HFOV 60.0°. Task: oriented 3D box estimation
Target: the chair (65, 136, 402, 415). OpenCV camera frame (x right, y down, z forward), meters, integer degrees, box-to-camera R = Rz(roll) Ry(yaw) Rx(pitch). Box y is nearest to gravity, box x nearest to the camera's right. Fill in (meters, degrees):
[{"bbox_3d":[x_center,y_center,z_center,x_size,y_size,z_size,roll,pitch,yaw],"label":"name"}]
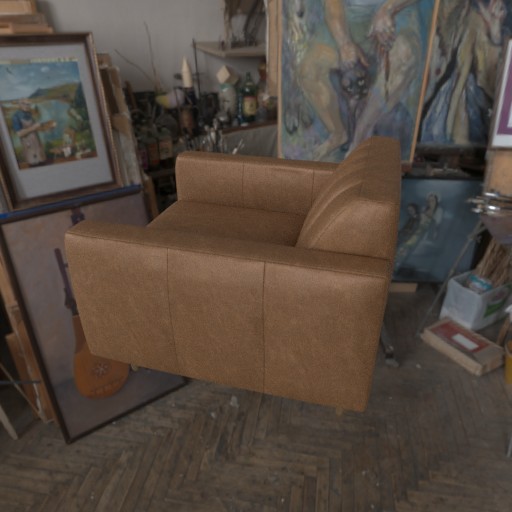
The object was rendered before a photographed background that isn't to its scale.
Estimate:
[{"bbox_3d":[0.000,0.000,1.708,0.998,0.819,0.953,8,31,14],"label":"chair"}]
